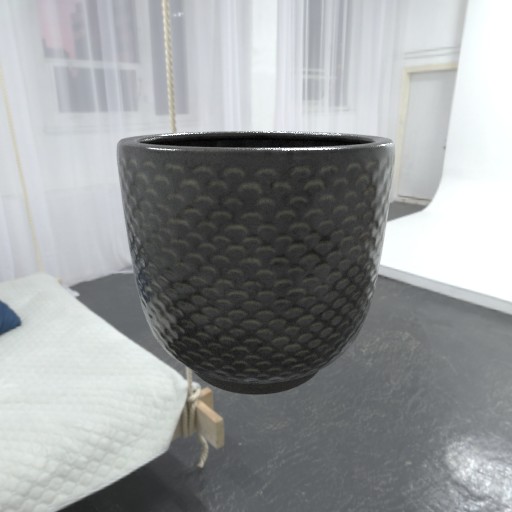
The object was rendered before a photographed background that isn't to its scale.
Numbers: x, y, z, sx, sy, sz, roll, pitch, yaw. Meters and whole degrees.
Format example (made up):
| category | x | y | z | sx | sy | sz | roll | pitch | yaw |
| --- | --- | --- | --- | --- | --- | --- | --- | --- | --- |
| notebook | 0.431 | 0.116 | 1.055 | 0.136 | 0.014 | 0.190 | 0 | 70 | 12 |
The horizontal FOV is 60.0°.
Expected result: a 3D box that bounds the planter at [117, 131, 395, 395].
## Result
| category | x | y | z | sx | sy | sz | roll | pitch | yaw |
| --- | --- | --- | --- | --- | --- | --- | --- | --- | --- |
| planter | 0.000 | 0.000 | 0.250 | 0.140 | 0.129 | 0.140 | 0 | 18 | 0 |
